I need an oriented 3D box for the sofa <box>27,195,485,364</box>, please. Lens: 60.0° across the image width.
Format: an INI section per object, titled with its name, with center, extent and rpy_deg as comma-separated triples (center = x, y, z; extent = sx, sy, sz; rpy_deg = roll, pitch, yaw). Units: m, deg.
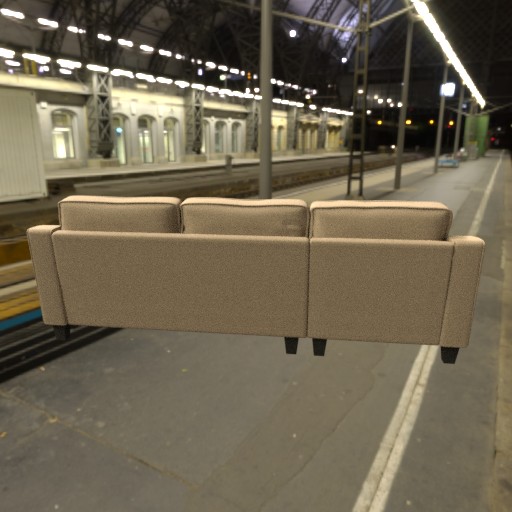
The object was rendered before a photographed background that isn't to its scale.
[sofa]
center = 0.000, 0.000, 3.123
extent = 2.561, 0.928, 1.294
rpy_deg = 2, 15, 7
